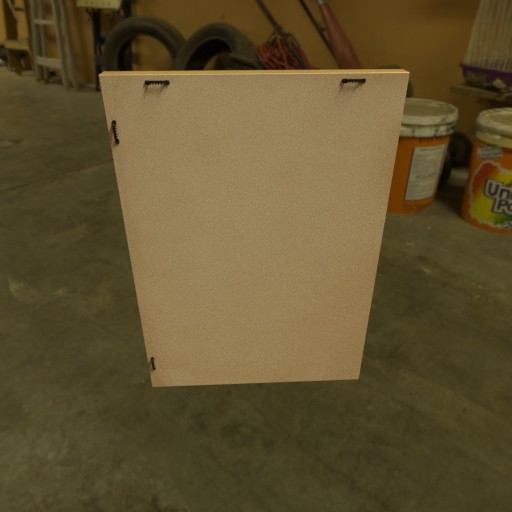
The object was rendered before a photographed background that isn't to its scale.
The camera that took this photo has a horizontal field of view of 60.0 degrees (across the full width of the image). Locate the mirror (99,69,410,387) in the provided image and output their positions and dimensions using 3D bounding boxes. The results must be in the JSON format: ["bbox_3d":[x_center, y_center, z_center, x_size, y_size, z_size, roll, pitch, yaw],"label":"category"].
[{"bbox_3d":[0.000,0.000,0.917,0.507,0.710,0.039,-1,31,-2],"label":"mirror"}]
